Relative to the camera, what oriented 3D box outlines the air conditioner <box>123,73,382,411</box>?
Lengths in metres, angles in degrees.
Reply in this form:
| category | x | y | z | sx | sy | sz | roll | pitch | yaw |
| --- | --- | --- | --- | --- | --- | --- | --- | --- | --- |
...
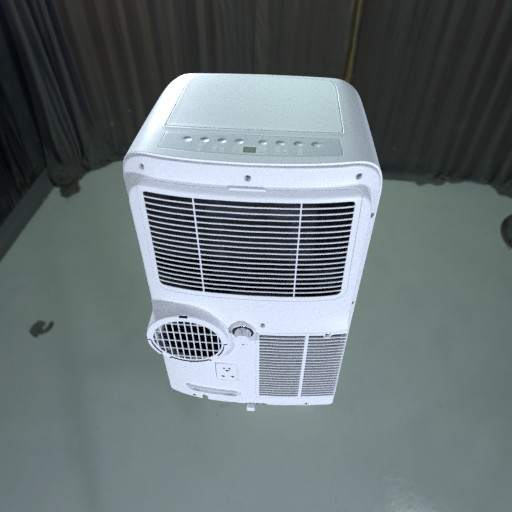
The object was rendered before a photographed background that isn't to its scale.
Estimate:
| category | x | y | z | sx | sy | sz | roll | pitch | yaw |
| --- | --- | --- | --- | --- | --- | --- | --- | --- | --- |
| air conditioner | 0.000 | 0.000 | 1.073 | 0.478 | 0.765 | 0.467 | 3 | 47 | 3 |
